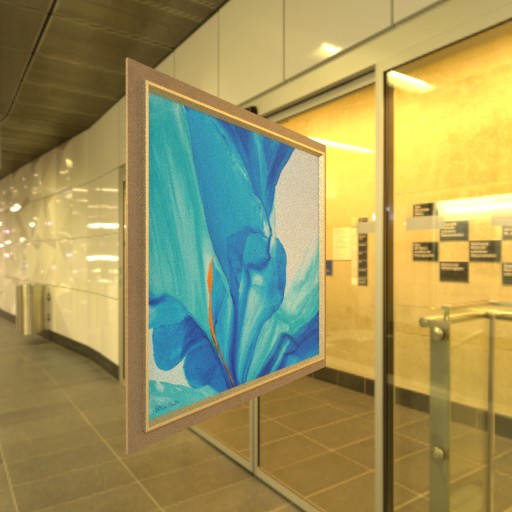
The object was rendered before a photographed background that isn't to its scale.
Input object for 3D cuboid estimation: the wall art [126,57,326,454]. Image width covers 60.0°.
[{"bbox_3d":[0.000,0.000,1.662,0.025,1.067,1.168,0,0,36],"label":"wall art"}]
